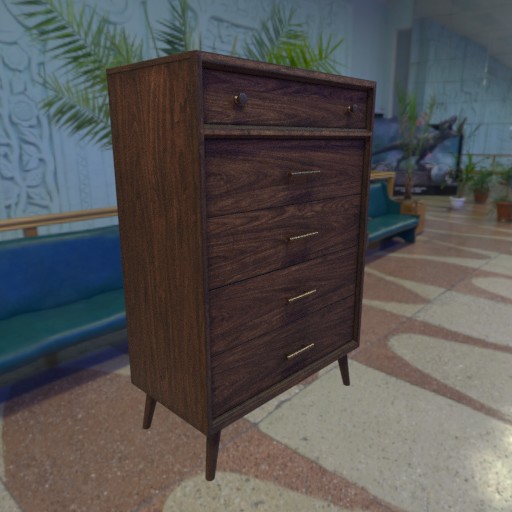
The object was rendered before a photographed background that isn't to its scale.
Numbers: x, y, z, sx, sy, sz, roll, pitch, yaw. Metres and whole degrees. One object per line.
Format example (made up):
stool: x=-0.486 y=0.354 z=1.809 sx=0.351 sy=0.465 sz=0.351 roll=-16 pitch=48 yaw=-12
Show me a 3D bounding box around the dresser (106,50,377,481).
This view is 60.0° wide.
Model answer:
dresser: x=0.000 y=0.000 z=1.796 sx=0.498 sy=1.365 sz=0.919 roll=14 pitch=20 yaw=43
